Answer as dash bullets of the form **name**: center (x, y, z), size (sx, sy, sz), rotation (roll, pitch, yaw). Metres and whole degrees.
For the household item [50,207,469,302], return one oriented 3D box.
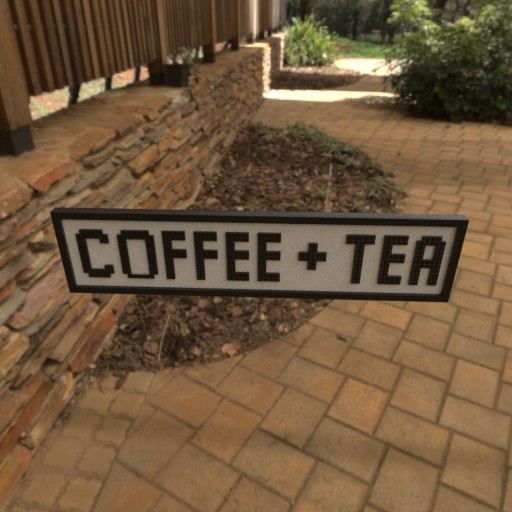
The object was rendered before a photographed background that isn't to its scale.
- **household item**: center (0.000, 0.000, 1.127), size (1.001, 0.236, 0.030), rotation (1, 29, 2)
